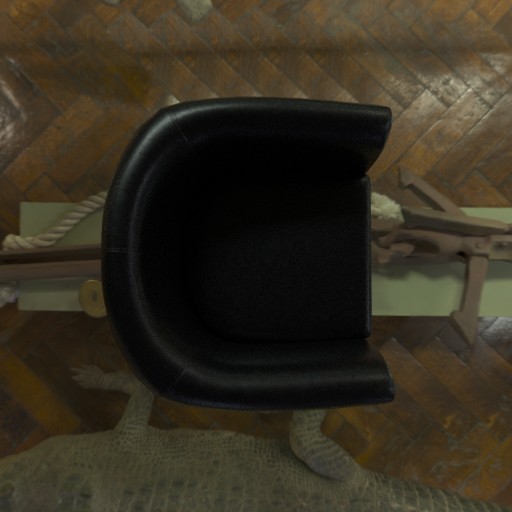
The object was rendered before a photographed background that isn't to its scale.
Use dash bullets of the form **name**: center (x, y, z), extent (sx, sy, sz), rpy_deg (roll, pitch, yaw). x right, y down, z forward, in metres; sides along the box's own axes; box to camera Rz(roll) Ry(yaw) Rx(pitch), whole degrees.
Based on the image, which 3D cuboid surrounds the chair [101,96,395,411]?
- **chair**: center (0.000, 0.000, 1.382), extent (0.727, 0.756, 0.793), rpy_deg (0, 88, 0)
